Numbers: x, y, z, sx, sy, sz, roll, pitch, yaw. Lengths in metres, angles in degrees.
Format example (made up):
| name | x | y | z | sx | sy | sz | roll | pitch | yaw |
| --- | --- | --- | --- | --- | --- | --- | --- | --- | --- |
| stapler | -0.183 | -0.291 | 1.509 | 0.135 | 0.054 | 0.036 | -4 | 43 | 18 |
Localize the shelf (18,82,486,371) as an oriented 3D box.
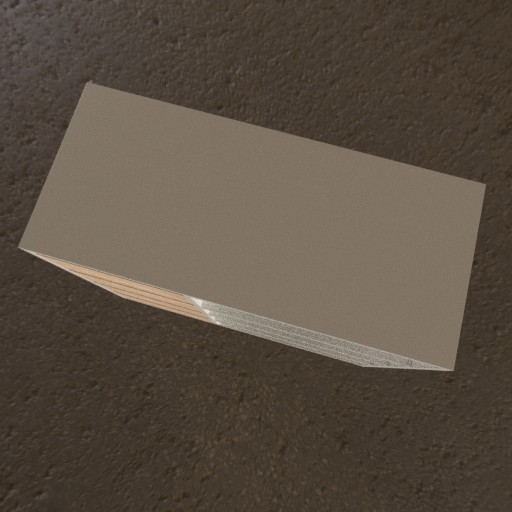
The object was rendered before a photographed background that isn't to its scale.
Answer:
| name | x | y | z | sx | sy | sz | roll | pitch | yaw |
| --- | --- | --- | --- | --- | --- | --- | --- | --- | --- |
| shelf | 0.000 | 0.000 | 1.273 | 0.895 | 0.732 | 0.396 | 15 | 77 | 4 |
